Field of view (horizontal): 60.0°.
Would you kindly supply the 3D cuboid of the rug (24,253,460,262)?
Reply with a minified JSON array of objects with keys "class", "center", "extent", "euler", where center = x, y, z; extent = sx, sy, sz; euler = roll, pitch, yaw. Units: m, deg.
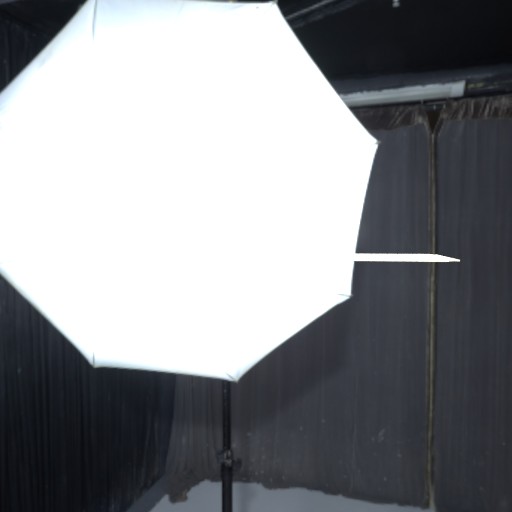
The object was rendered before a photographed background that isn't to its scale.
[{"class":"rug","center":[0.000,0.000,2.837],"extent":[2.233,0.011,1.514],"euler":[0,1,19]}]
